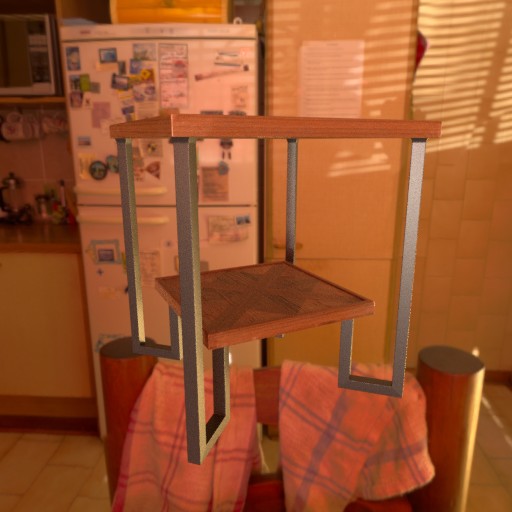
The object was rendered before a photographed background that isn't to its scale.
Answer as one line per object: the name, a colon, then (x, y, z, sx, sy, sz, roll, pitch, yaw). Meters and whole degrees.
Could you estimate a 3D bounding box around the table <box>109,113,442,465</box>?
table: (0.000, 0.000, 0.980, 0.503, 0.563, 0.503, -7, 16, -26)
